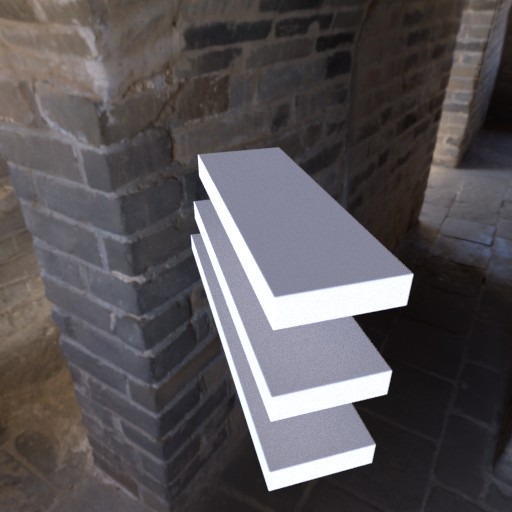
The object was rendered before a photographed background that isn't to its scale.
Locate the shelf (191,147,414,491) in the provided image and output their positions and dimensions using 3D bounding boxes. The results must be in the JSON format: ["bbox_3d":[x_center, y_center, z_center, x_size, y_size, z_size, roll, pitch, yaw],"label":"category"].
[{"bbox_3d":[0.000,0.000,0.731,0.140,0.293,0.610,-8,32,-13],"label":"shelf"}]
